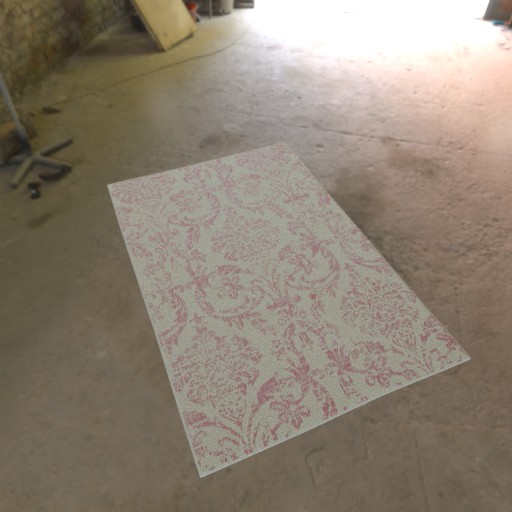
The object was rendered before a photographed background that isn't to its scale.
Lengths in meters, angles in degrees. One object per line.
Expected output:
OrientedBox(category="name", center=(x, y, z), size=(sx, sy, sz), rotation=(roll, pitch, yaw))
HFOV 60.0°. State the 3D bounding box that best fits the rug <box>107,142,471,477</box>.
OrientedBox(category="rug", center=(0.000, 0.000, 2.317), size=(1.219, 0.012, 1.839), rotation=(-17, 49, -16))
